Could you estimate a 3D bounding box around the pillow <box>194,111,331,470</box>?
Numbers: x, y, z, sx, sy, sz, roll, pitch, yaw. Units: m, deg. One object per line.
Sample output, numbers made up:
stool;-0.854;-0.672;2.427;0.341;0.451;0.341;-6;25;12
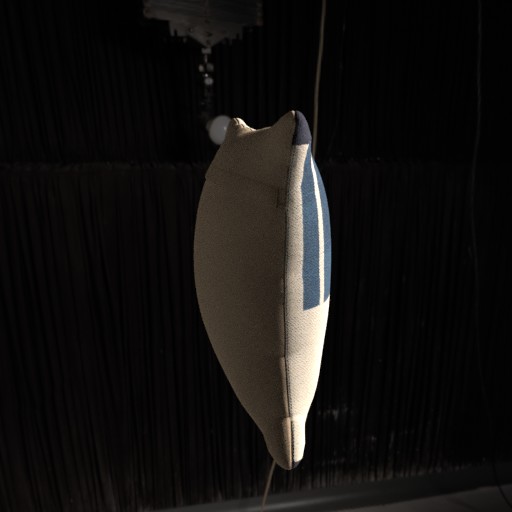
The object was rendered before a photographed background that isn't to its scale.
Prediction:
pillow;0.000;0.000;0.823;0.229;0.506;0.536;-3;15;-11
